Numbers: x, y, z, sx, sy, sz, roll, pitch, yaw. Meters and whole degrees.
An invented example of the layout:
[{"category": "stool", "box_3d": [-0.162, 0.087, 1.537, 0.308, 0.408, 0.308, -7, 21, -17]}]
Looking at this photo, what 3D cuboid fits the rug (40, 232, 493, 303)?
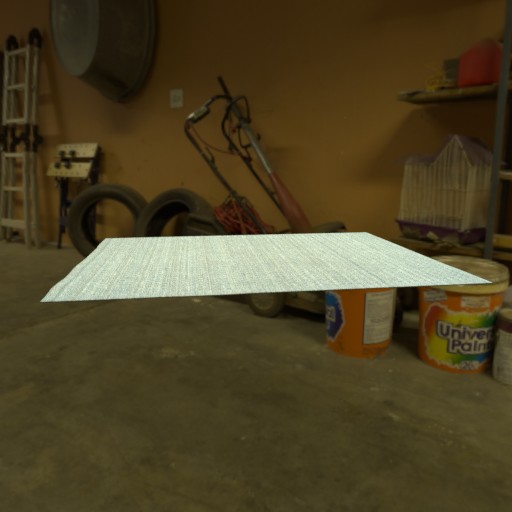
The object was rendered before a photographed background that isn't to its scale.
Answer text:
[{"category": "rug", "box_3d": [0.000, 0.000, 4.240, 3.200, 0.007, 2.443, -2, 12, -8]}]
